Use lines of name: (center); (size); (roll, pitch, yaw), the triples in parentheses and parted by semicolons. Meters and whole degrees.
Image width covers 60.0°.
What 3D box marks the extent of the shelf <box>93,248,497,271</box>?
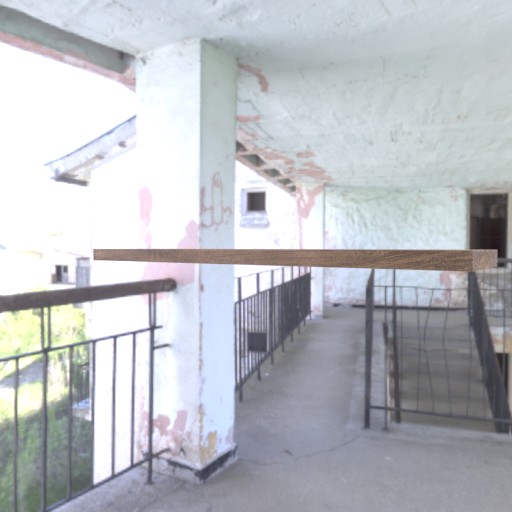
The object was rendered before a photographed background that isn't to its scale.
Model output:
shelf: (0.000, 0.000, 0.652); (0.610, 0.020, 0.140); (1, 1, 37)
